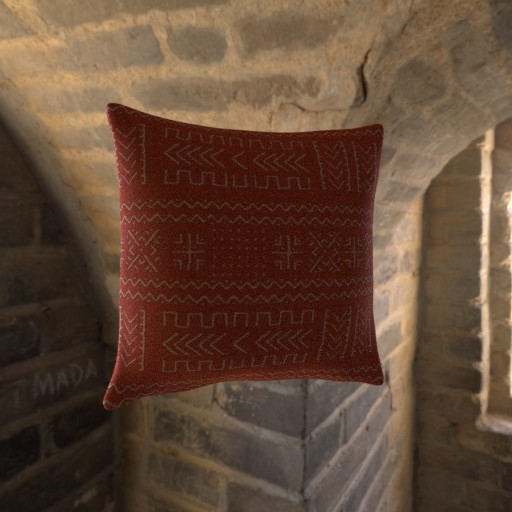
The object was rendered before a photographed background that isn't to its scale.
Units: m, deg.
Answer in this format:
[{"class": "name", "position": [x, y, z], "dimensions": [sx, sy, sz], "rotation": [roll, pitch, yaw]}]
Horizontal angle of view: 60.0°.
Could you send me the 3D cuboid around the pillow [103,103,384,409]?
[{"class": "pillow", "position": [0.000, 0.000, 0.668], "dimensions": [0.438, 0.429, 0.164], "rotation": [0, 1, -17]}]
